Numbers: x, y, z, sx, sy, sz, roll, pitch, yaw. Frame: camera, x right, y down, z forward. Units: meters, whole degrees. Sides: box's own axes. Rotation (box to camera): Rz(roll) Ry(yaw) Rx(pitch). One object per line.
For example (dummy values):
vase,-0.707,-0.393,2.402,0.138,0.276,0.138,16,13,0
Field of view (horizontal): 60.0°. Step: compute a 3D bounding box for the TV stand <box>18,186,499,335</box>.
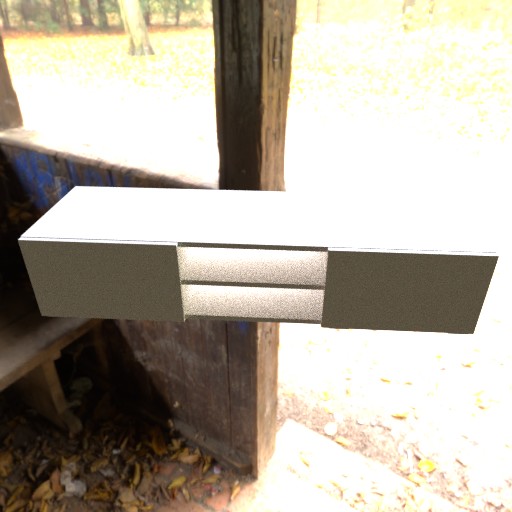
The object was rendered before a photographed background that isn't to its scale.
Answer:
TV stand,0.000,0.000,1.541,1.400,0.310,0.420,2,31,3
